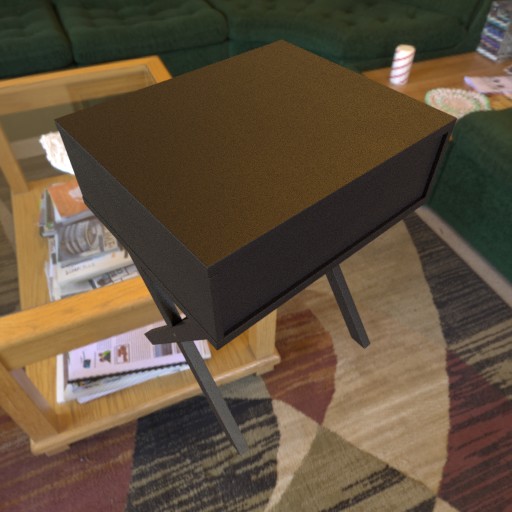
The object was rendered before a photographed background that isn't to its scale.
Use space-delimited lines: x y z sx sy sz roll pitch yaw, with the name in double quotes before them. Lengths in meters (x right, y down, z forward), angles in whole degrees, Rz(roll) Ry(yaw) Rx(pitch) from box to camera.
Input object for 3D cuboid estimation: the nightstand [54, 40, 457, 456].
"nightstand" 0.000 0.000 0.912 0.479 0.623 0.402 -32 55 -26
